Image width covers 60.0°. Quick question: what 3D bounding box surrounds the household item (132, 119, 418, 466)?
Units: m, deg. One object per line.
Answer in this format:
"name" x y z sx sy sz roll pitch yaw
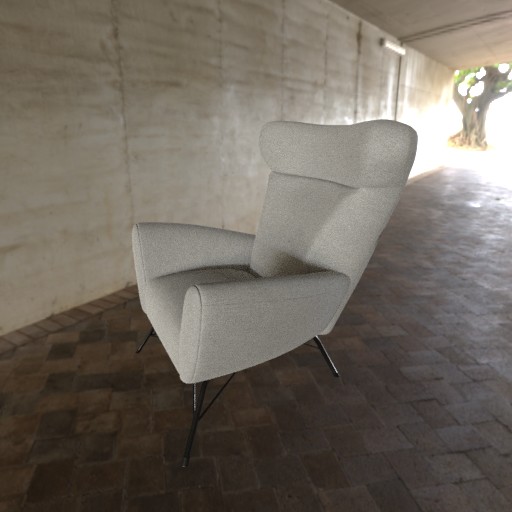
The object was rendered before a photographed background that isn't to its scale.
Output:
"household item" 0.000 0.000 1.789 0.900 1.050 0.980 -8 18 -24
